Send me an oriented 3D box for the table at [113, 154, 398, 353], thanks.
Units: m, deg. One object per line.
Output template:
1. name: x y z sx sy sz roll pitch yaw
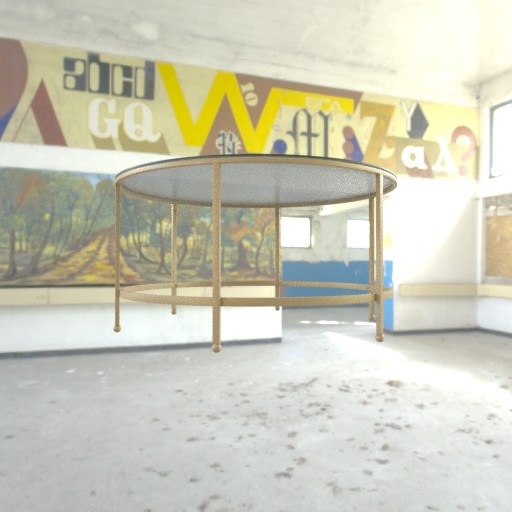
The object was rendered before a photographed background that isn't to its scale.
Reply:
1. table: 0.000 0.000 1.494 0.914 0.470 0.914 0 -1 0
